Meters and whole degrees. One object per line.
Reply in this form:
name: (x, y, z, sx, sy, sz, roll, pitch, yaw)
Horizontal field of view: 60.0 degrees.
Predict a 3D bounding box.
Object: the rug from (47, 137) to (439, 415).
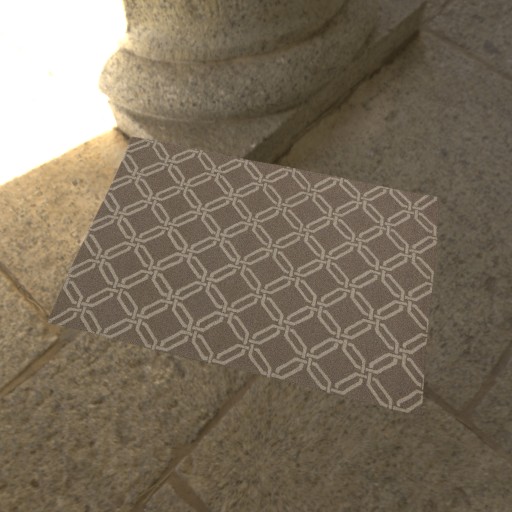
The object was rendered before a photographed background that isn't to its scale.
rug: (0.000, 0.000, 2.215, 1.748, 0.010, 1.142, 12, 65, 6)
